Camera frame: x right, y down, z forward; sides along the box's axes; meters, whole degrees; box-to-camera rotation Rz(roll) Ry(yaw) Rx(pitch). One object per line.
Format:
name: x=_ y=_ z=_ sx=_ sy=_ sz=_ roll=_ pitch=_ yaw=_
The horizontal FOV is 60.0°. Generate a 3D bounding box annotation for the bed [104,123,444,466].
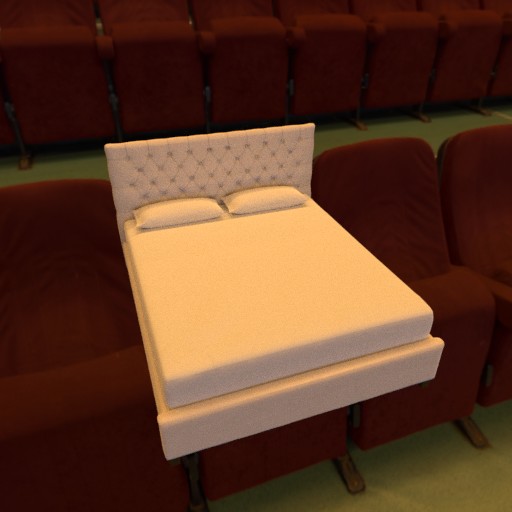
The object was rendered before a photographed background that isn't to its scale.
bed: x=0.000 y=0.000 z=3.697 sx=2.078 sy=1.427 sz=2.387 roll=-11 pitch=34 yaw=-16
